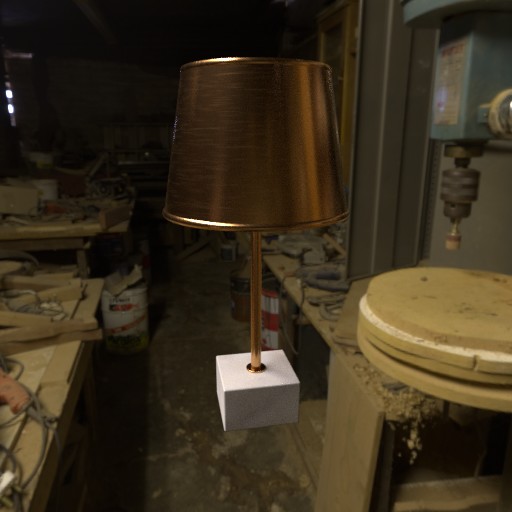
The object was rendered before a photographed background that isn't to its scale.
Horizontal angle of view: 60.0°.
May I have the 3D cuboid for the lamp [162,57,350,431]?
[{"bbox_3d":[0.000,0.000,0.519,0.208,0.406,0.208,0,16,0],"label":"lamp"}]
